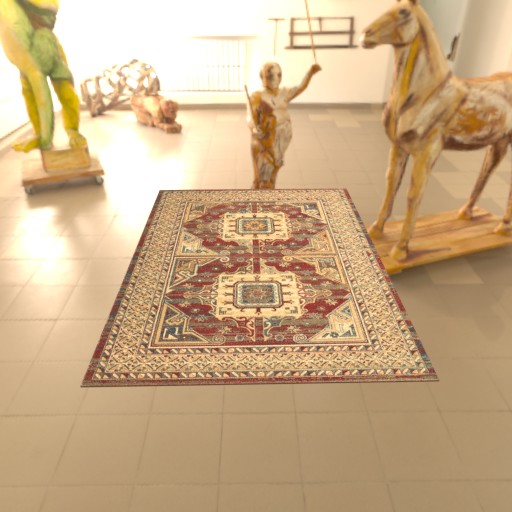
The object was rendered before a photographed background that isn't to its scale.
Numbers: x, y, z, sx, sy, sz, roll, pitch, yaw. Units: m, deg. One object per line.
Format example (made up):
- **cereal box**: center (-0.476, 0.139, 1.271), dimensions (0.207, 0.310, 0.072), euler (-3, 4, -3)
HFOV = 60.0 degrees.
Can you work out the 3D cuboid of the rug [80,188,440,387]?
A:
- **rug**: center (0.000, 0.000, 4.290), dimensions (2.381, 0.013, 3.197), euler (-1, 32, -1)
